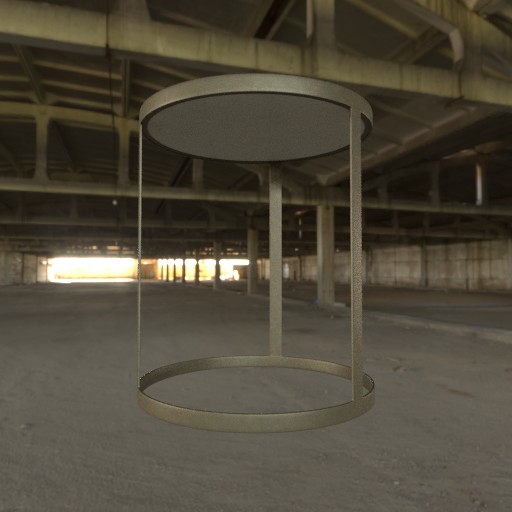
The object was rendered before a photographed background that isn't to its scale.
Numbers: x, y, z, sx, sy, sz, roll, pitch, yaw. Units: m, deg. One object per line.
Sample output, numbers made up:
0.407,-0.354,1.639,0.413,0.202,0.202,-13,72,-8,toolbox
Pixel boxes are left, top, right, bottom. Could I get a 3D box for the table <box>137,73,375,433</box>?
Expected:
0.000,0.000,0.934,0.480,0.565,0.480,0,-2,0,table
